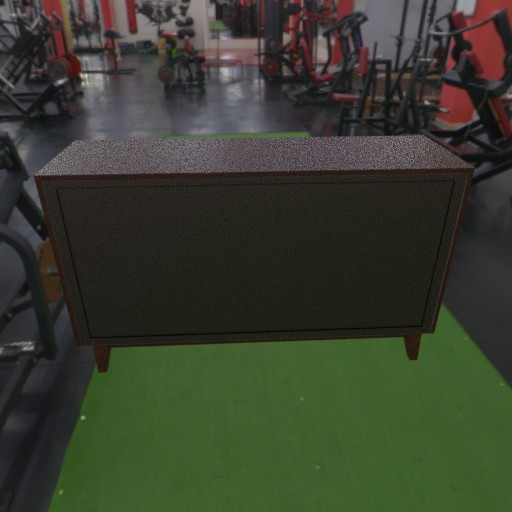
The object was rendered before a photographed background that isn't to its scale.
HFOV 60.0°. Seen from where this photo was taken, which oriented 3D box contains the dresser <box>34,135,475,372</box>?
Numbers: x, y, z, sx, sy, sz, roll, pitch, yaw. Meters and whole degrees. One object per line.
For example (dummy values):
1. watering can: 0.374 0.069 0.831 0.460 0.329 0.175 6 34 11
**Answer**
1. dresser: 0.000 0.000 2.061 1.609 0.971 0.499 -2 29 -3
